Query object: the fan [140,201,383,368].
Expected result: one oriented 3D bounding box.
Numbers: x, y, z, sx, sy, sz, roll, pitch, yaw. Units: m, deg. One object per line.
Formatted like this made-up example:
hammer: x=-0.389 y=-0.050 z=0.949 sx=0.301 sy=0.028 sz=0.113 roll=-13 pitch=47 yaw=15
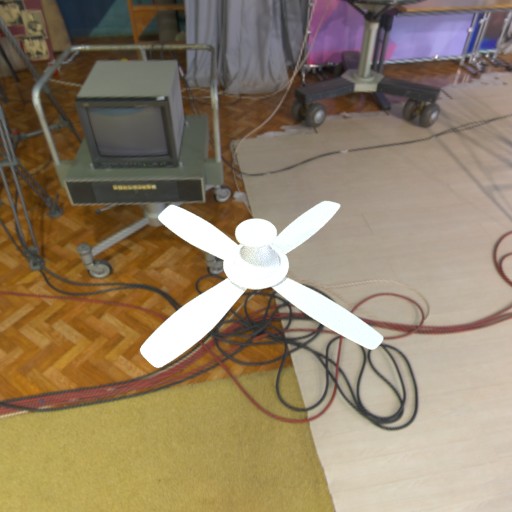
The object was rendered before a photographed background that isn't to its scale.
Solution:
fan: x=0.000 y=0.000 z=2.626 sx=1.694 sy=0.382 sz=1.693 roll=31 pitch=53 yaw=27
